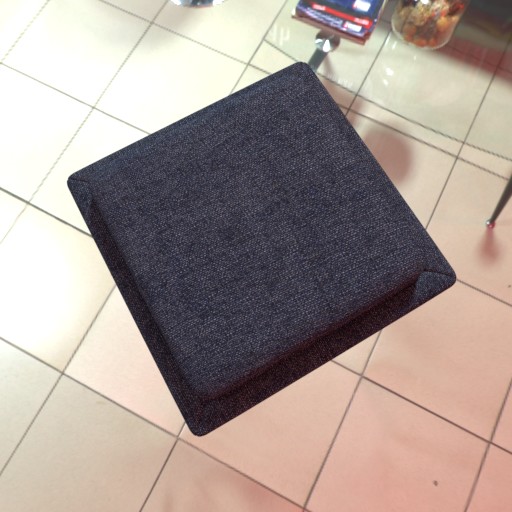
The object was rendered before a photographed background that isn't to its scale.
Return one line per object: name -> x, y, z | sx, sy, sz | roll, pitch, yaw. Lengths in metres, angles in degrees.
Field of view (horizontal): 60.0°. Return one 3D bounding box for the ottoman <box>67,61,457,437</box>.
ottoman -> 0.000, 0.000, 0.841 | 0.450, 0.460, 0.450 | -29, 77, -7
